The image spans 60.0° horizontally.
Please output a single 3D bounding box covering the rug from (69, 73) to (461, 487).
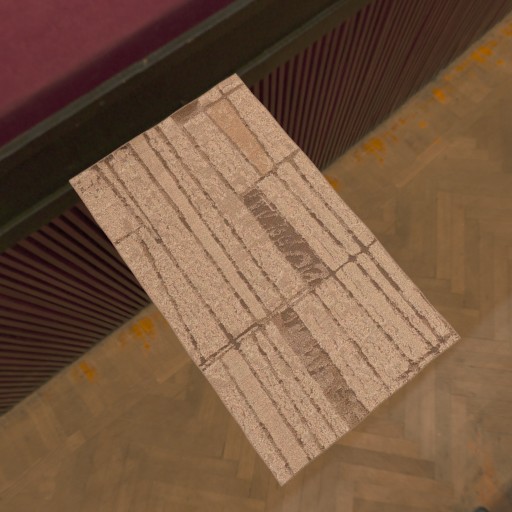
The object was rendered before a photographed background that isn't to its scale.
[{"bbox_3d":[0.000,0.000,1.050,0.515,0.007,0.867,-36,78,-9],"label":"rug"}]
